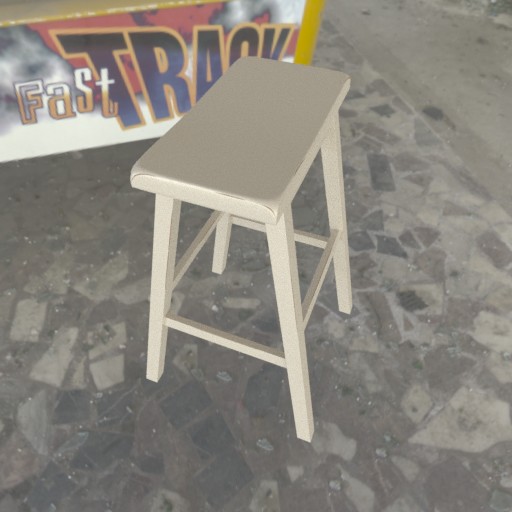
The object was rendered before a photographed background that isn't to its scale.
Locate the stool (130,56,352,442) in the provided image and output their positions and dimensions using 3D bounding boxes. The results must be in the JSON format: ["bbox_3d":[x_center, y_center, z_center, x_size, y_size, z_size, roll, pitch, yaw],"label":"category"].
[{"bbox_3d":[0.000,0.000,1.051,0.476,0.737,0.457,16,49,15],"label":"stool"}]
